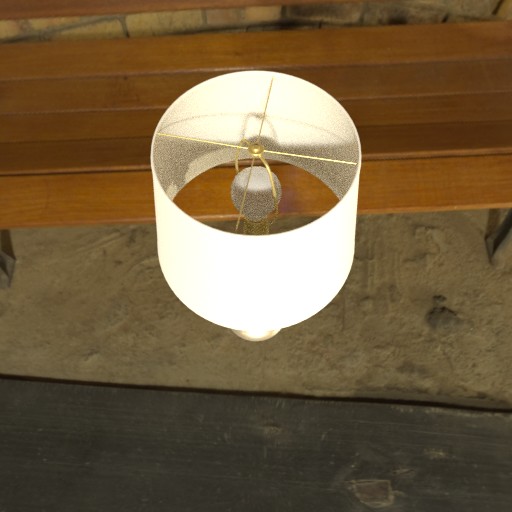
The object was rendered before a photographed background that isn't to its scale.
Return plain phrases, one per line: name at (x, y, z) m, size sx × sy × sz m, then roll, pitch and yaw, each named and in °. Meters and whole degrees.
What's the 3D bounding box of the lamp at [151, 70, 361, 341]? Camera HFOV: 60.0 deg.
lamp at (0.000, 0.000, 0.811) m, size 0.328 × 0.612 × 0.328 m, roll 0°, pitch 64°, yaw 0°
